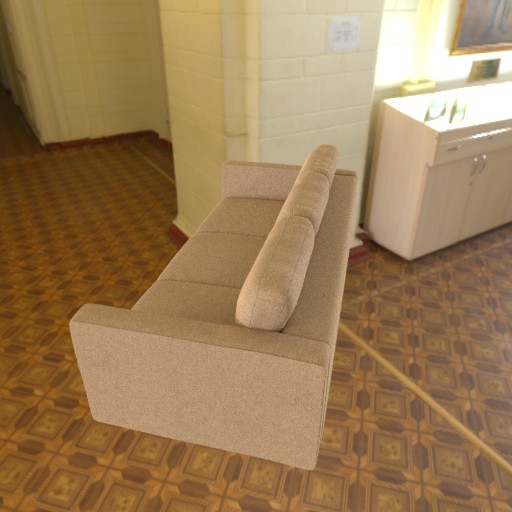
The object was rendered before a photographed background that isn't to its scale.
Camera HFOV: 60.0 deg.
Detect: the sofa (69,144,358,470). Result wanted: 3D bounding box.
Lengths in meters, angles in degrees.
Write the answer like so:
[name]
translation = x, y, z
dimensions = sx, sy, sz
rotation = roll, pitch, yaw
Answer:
[sofa]
translation = 0.000, 0.000, 2.329
dimensions = 0.930, 0.800, 1.855
rotation = 7, 31, 12
